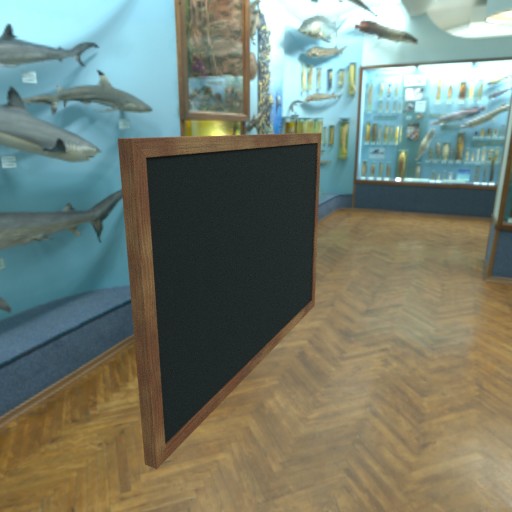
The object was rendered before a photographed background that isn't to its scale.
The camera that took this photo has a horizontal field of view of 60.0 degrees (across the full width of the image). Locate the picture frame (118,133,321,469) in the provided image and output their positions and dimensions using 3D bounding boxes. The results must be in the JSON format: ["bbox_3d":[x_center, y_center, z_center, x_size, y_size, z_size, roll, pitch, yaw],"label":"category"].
[{"bbox_3d":[0.000,0.000,1.212,0.029,0.640,0.950,8,18,25],"label":"picture frame"}]
